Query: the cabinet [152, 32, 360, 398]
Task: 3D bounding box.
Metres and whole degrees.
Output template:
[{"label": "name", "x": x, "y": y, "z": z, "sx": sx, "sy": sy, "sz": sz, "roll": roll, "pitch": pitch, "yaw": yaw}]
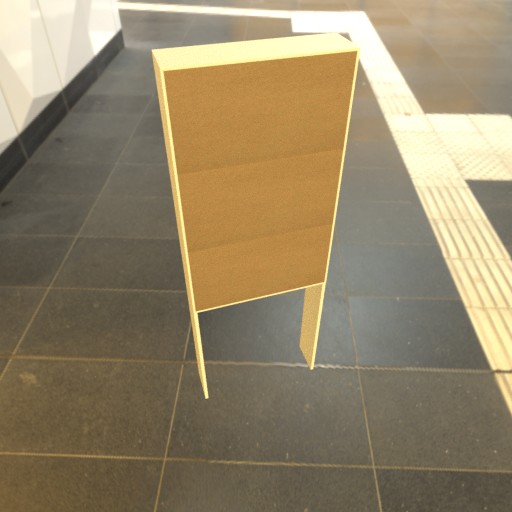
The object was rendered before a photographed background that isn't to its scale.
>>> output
[{"label": "cabinet", "x": 0.000, "y": 0.000, "z": 2.001, "sx": 0.643, "sy": 1.770, "sz": 0.192, "roll": -12, "pitch": 43, "yaw": -13}]
